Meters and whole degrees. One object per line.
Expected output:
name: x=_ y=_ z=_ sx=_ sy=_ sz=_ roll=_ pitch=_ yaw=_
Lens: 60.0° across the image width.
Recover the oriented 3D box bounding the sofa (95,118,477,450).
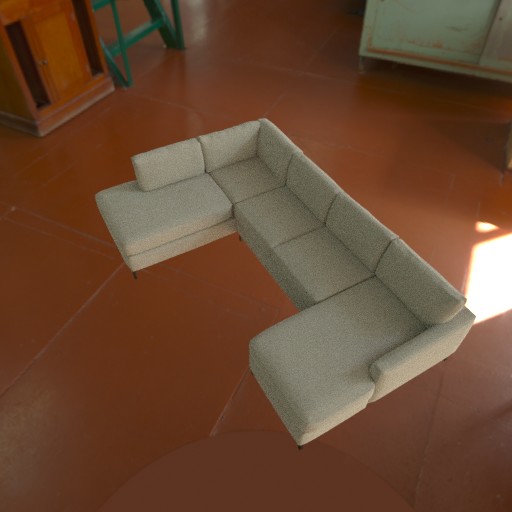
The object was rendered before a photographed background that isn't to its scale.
sofa: x=0.000 y=0.000 z=3.830 sx=1.989 sy=0.862 sz=2.984 roll=-23 pitch=51 yaw=-20
